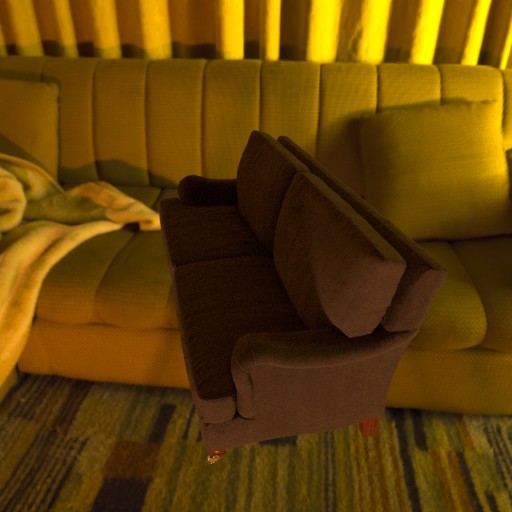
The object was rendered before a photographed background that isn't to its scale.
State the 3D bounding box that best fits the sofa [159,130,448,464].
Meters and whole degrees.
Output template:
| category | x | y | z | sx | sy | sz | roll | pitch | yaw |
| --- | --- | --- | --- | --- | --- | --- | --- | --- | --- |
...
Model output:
| category | x | y | z | sx | sy | sz | roll | pitch | yaw |
| --- | --- | --- | --- | --- | --- | --- | --- | --- | --- |
| sofa | 0.000 | 0.000 | 2.775 | 1.086 | 1.087 | 2.165 | -8 | 31 | -13 |
